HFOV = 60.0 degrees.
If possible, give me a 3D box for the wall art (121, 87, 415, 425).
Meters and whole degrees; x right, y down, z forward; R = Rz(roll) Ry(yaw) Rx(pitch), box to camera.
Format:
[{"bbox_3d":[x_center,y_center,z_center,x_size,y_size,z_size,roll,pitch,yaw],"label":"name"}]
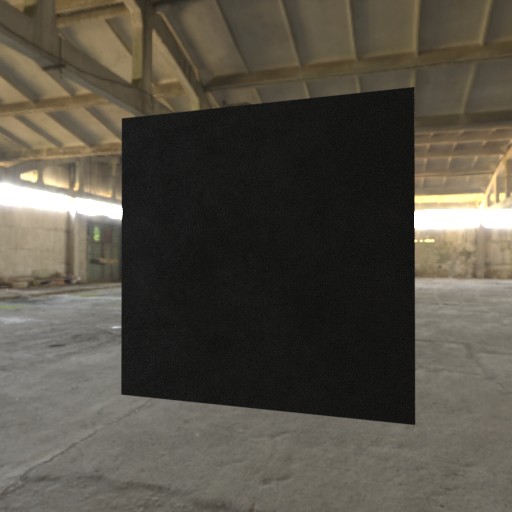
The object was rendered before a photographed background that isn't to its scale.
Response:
[{"bbox_3d":[0.000,0.000,1.135,0.765,0.765,0.046,0,0,17],"label":"wall art"}]
